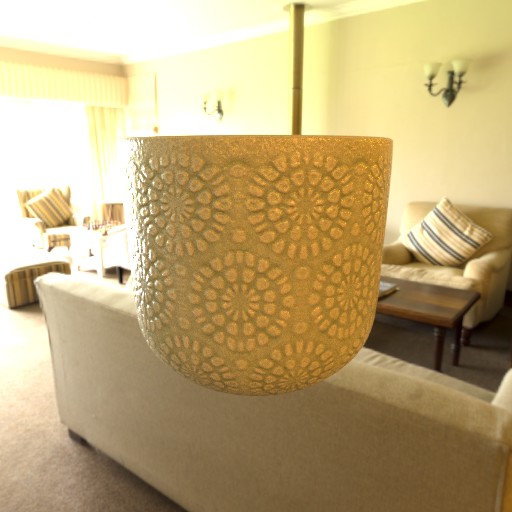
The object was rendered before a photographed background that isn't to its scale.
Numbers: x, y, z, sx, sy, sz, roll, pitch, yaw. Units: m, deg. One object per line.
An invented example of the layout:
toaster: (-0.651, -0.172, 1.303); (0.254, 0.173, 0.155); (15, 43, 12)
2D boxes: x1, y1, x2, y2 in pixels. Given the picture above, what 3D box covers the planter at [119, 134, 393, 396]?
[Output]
planter: (0.000, 0.000, 0.302); (0.169, 0.153, 0.169); (0, 13, 0)
